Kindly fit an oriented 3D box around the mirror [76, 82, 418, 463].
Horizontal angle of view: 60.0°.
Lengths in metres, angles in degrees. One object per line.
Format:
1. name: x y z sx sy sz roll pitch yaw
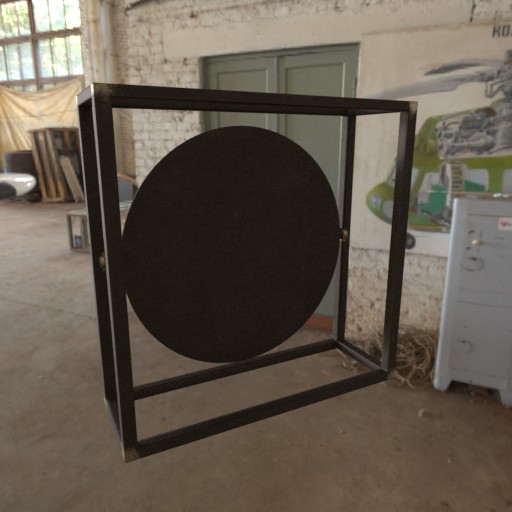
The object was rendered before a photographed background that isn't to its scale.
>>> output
1. mirror: 0.000 0.000 0.453 0.306 0.303 0.107 -7 16 -27
